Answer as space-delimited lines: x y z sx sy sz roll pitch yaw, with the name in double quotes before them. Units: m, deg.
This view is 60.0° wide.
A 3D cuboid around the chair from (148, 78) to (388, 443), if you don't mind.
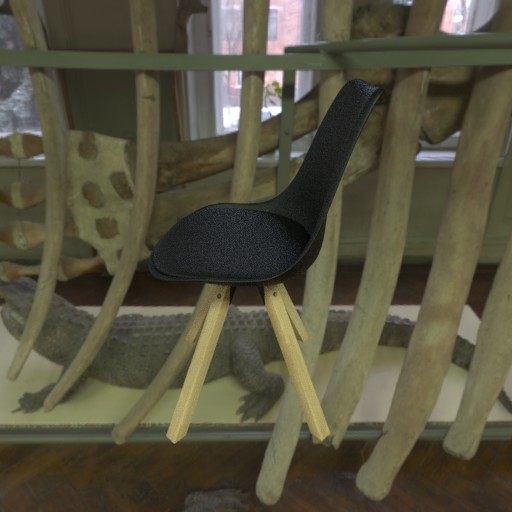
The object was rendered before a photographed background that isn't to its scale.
"chair" 0.000 0.000 1.162 0.549 0.850 0.485 -1 26 -1
